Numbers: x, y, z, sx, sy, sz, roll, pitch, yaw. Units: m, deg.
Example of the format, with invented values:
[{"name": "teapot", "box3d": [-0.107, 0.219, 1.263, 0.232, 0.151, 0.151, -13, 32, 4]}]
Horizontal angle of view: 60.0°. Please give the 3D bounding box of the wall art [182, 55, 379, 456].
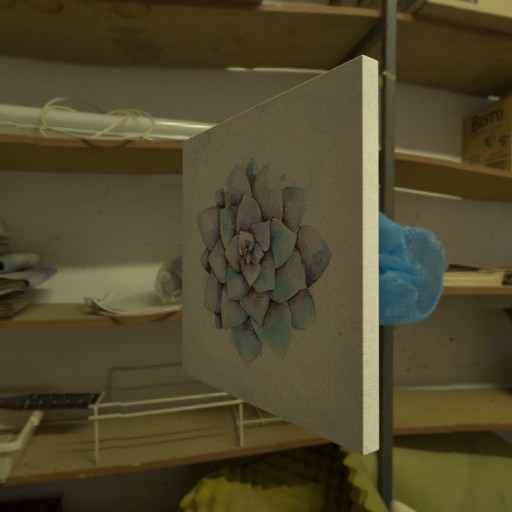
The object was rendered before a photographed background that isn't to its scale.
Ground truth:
[{"name": "wall art", "box3d": [0.000, 0.000, 0.934, 0.040, 0.612, 0.612, 0, -1, -36]}]
